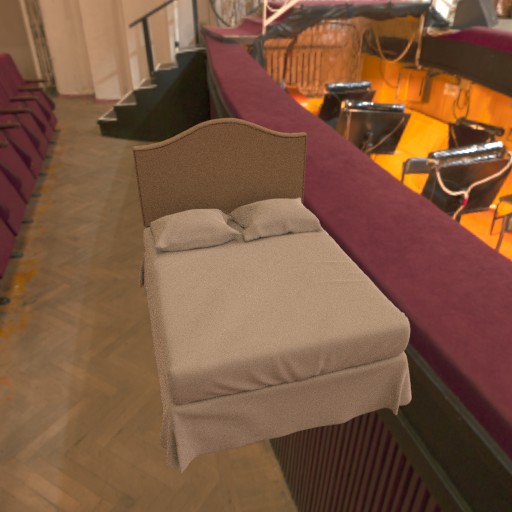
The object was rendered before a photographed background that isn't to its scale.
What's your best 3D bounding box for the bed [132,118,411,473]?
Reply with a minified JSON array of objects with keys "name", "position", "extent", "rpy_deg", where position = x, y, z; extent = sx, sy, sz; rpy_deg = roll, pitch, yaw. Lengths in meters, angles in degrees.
[{"name":"bed","position":[0.000,0.000,3.454],"extent":[1.876,1.645,2.221],"rpy_deg":[-9,32,-14]}]
